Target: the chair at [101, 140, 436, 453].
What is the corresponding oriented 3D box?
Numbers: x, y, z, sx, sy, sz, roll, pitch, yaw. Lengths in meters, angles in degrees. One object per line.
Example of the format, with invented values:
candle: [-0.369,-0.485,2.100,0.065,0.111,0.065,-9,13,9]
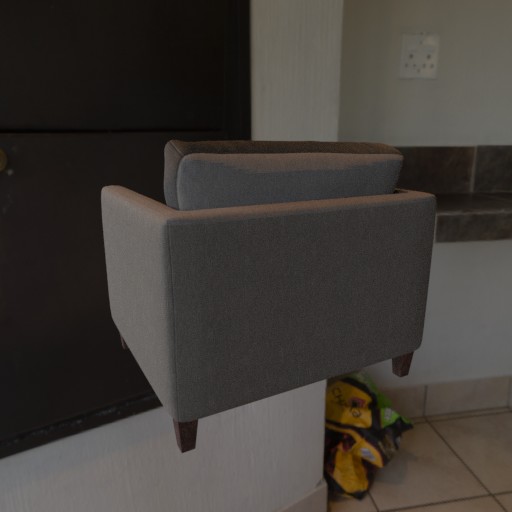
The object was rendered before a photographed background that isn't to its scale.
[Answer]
chair: [0.000,0.000,1.889,1.107,0.963,0.959,-8,17,-28]
